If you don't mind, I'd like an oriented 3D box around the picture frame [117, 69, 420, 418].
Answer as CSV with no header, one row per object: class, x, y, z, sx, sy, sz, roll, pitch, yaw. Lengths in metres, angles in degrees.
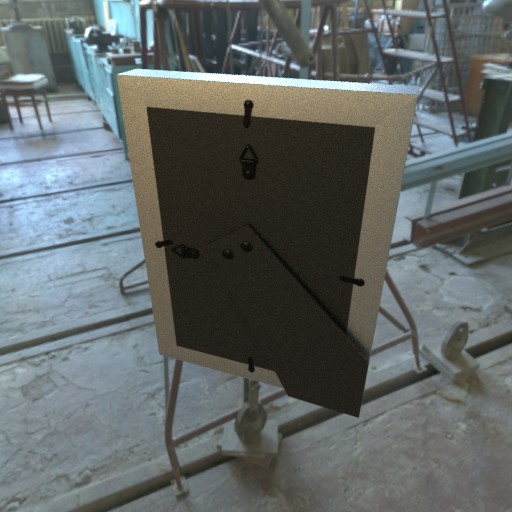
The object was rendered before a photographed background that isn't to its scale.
picture frame,0.000,0.000,0.279,0.157,0.208,0.028,11,33,17
